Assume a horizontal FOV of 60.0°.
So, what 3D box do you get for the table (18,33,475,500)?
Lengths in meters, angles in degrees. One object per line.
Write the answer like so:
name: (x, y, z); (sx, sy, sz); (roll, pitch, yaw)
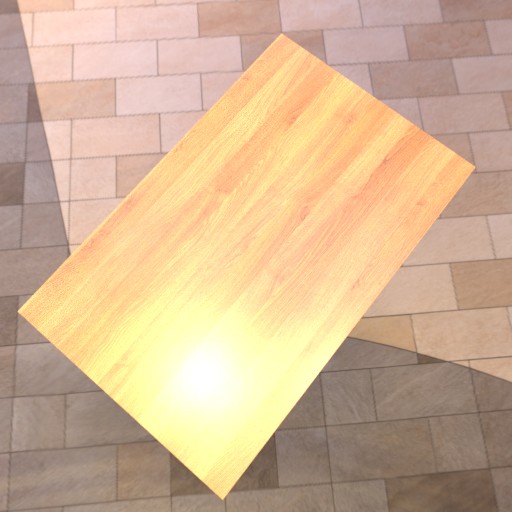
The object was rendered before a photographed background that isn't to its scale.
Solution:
table: (0.000, 0.000, 1.413); (0.700, 0.442, 1.100); (39, 79, 9)
